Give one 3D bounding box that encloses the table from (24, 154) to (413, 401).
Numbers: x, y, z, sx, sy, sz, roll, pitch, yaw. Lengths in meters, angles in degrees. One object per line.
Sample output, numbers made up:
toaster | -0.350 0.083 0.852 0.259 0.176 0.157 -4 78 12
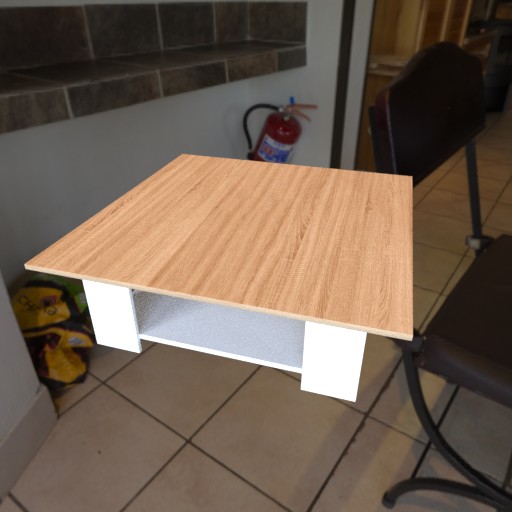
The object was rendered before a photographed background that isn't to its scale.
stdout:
table | 0.000 0.000 1.393 0.890 0.305 0.890 9 32 14
